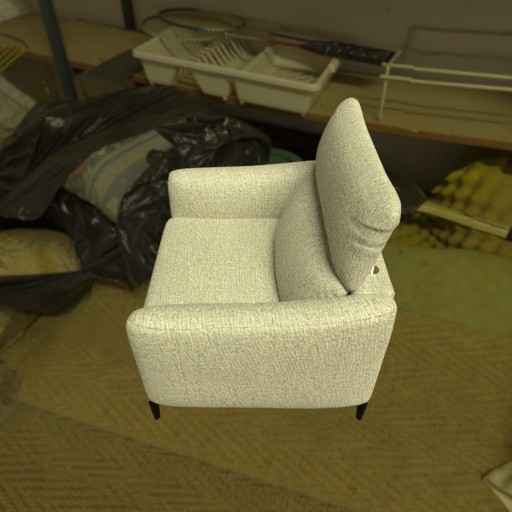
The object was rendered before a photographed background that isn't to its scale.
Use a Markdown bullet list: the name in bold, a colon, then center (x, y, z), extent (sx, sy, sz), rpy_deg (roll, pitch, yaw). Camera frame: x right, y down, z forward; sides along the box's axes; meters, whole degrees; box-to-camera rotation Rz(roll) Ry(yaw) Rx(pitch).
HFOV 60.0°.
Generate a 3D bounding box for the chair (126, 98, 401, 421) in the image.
- **chair**: center (0.000, 0.000, 1.711), extent (0.835, 0.967, 0.972), rpy_deg (0, 41, 0)
